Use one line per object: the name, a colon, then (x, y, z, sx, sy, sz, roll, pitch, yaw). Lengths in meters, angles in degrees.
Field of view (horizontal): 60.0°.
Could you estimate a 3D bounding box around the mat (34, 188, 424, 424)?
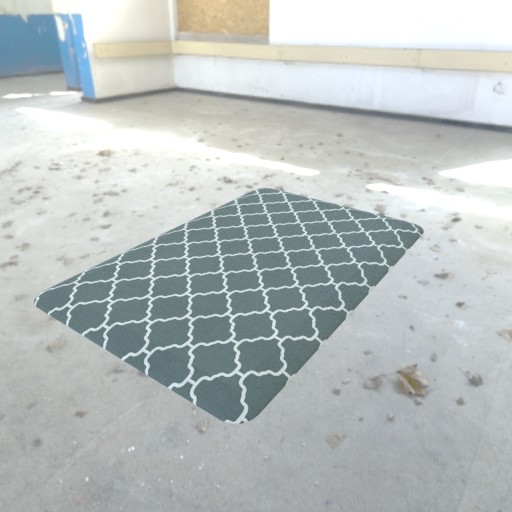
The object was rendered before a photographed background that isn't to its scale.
mat: (0.000, 0.000, 0.962, 0.508, 0.021, 0.762, 19, 34, 31)
